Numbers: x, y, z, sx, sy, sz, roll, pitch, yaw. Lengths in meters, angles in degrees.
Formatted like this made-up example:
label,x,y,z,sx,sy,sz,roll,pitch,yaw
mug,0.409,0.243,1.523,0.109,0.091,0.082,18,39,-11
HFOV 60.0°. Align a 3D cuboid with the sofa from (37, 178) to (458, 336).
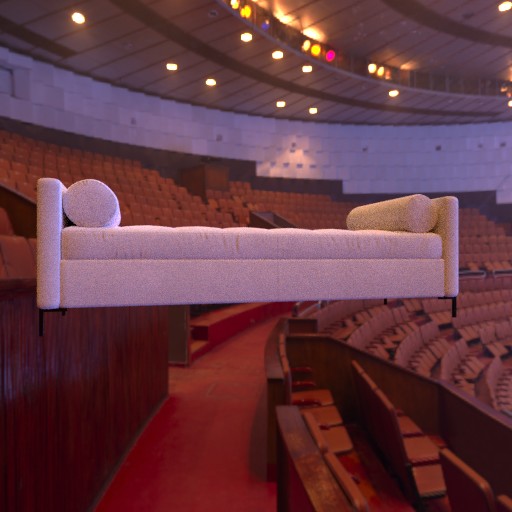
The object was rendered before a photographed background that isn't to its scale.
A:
label,x,y,z,sx,sy,sz,roll,pitch,yaw
sofa,0.000,0.000,2.328,1.981,0.635,0.686,0,0,-16
